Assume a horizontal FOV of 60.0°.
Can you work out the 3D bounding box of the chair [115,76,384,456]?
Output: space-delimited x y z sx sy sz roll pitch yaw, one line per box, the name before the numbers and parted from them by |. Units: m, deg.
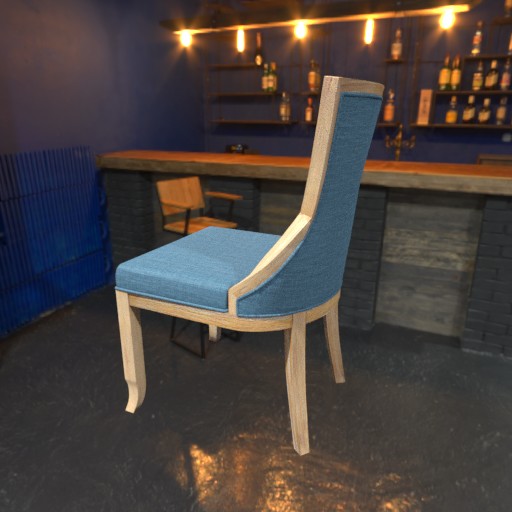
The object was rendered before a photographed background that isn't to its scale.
chair | 0.000 0.000 1.312 0.641 0.947 0.524 9 20 25
